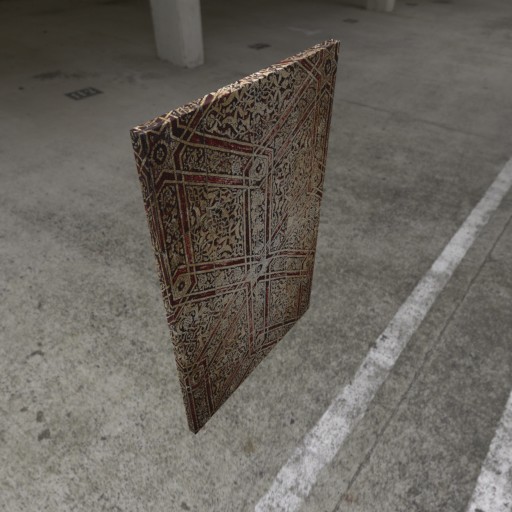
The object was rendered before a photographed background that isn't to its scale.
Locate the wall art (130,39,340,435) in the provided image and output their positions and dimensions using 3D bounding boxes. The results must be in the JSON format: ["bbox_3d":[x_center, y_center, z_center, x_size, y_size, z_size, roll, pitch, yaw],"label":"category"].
[{"bbox_3d":[0.000,0.000,1.137,0.030,0.904,0.599,26,48,27],"label":"wall art"}]
